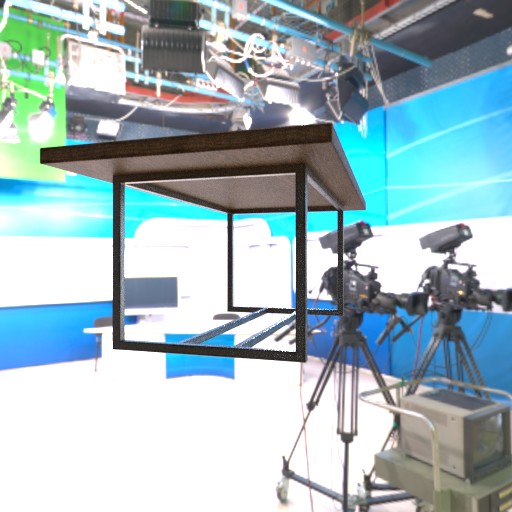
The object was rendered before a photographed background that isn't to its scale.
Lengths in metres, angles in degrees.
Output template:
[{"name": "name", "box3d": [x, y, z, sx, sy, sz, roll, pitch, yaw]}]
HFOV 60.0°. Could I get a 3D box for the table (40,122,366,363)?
[{"name": "table", "box3d": [0.000, 0.000, 2.434, 1.078, 0.795, 1.989, 0, 0, 17]}]
